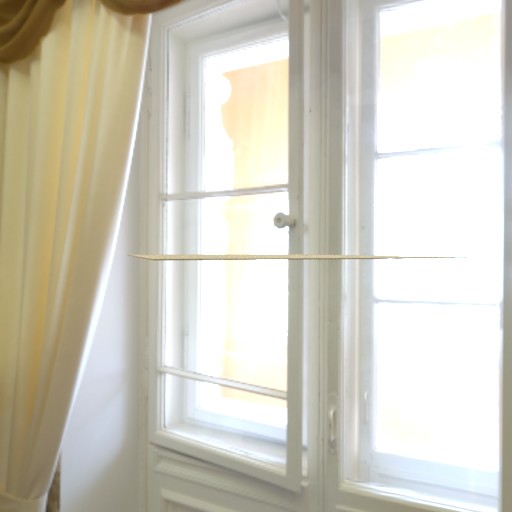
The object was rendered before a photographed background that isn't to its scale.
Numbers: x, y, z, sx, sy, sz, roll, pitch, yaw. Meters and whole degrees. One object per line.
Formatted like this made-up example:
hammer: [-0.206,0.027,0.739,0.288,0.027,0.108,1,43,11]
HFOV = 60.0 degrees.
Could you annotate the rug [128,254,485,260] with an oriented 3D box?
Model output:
rug: [0.000,0.000,3.764,1.981,0.006,2.895,0,1,-18]
